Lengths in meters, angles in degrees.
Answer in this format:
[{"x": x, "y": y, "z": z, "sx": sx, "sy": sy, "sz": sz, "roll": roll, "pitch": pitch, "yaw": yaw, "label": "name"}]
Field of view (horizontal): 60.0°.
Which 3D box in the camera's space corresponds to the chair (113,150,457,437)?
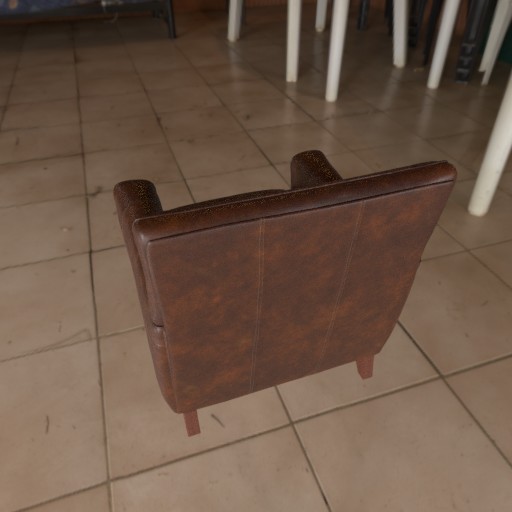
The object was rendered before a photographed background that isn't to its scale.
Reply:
[{"x": 0.000, "y": 0.000, "z": 1.586, "sx": 0.870, "sy": 0.943, "sz": 0.823, "roll": -13, "pitch": 40, "yaw": -15, "label": "chair"}]
